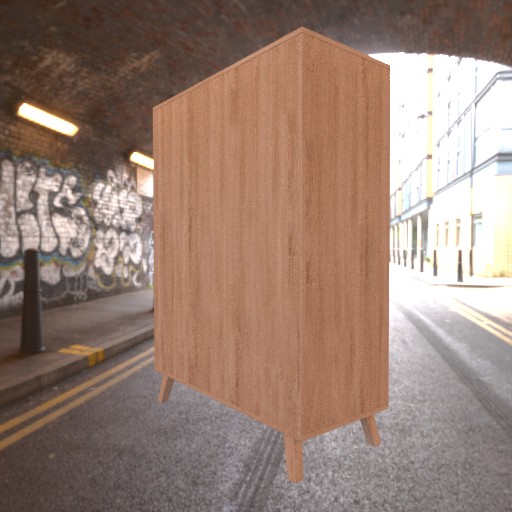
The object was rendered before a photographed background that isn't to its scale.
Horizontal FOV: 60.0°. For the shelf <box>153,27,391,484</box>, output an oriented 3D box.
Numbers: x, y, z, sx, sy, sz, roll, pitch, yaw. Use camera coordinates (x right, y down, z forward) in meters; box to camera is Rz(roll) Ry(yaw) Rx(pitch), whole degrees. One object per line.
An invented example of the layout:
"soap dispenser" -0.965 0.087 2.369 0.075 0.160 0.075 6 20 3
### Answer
"shelf" 0.000 0.000 1.864 0.450 1.390 1.000 -1 2 -39
